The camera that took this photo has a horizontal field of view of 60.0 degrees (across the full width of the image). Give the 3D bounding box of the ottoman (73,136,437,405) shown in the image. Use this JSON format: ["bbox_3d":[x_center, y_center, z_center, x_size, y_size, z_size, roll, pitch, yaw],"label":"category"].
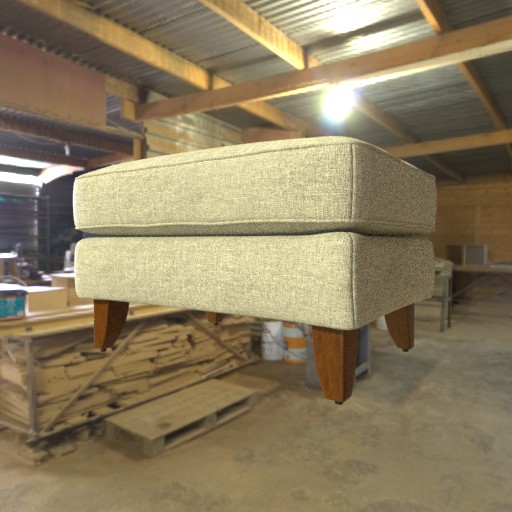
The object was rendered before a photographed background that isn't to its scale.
[{"bbox_3d":[0.000,0.000,1.291,0.889,0.561,0.661,1,2,34],"label":"ottoman"}]
